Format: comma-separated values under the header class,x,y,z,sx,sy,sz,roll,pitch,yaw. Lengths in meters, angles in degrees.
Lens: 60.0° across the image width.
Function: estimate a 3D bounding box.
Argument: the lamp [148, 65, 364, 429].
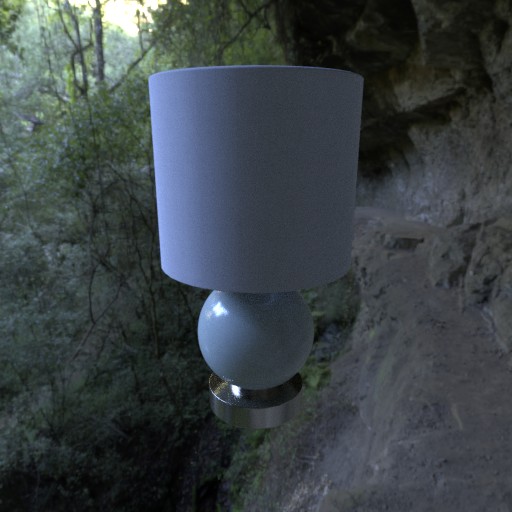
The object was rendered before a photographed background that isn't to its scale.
class,x,y,z,sx,sy,sz,roll,pitch,yaw
lamp,0.000,0.000,0.473,0.201,0.353,0.201,15,22,41
